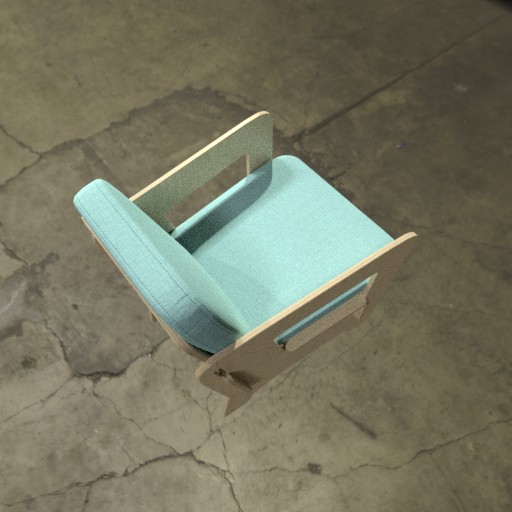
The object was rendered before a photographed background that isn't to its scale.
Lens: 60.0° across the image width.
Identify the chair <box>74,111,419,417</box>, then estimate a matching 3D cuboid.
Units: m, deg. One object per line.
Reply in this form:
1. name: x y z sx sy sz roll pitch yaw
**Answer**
1. chair: 0.000 0.000 1.276 0.710 0.800 0.590 -35 65 -19
